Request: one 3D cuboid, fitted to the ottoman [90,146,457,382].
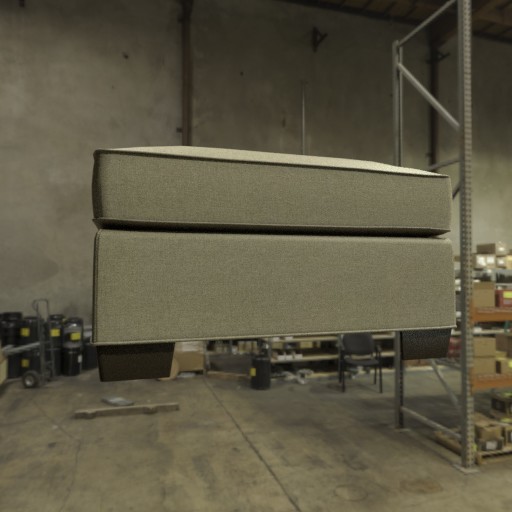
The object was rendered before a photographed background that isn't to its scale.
[{"bbox_3d":[0.000,0.000,1.242,0.843,0.504,0.619,1,-2,-17],"label":"ottoman"}]
